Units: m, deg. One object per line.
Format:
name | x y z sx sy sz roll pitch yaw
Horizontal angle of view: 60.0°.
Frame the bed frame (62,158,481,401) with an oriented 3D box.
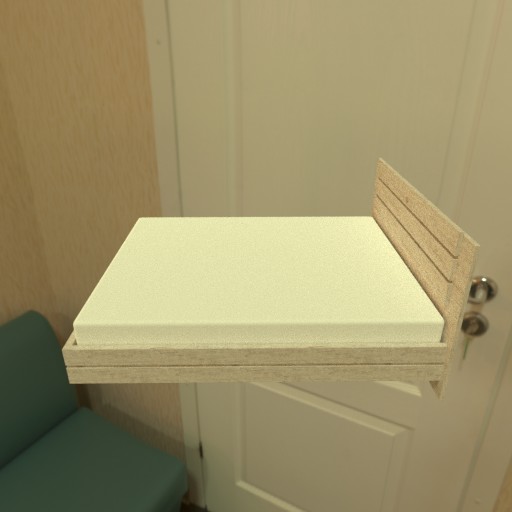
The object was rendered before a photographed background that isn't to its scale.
bed frame | 0.000 0.000 3.052 2.080 0.970 1.750 0 26 -1
